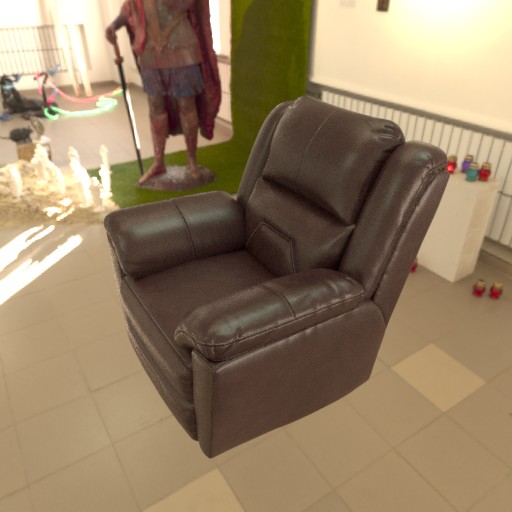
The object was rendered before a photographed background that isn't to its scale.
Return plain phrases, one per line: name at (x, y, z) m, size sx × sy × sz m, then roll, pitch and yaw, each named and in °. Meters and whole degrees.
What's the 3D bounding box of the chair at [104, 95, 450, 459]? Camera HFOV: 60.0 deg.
chair at (0.000, 0.000, 1.826) m, size 1.041 × 1.093 × 0.990 m, roll -19°, pitch 37°, yaw -28°
